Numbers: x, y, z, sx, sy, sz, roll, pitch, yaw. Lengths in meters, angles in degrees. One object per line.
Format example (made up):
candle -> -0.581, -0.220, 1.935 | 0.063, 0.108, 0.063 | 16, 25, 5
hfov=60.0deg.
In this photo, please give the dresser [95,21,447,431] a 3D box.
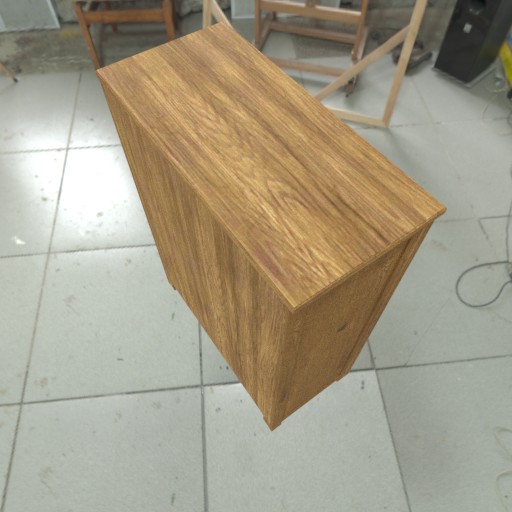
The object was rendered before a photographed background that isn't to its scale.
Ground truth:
dresser -> 0.000, 0.000, 1.931 | 0.558, 1.431, 1.081 | -31, 63, -18
